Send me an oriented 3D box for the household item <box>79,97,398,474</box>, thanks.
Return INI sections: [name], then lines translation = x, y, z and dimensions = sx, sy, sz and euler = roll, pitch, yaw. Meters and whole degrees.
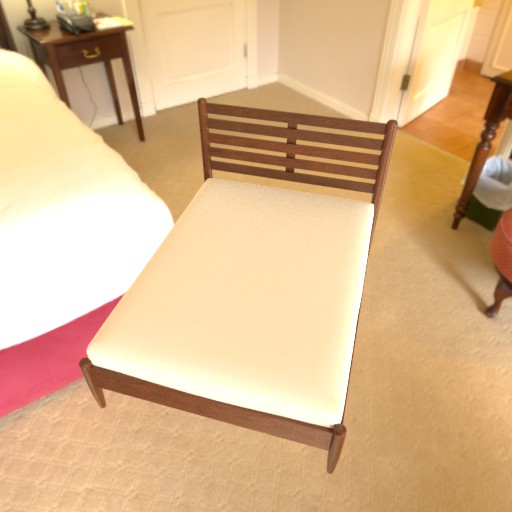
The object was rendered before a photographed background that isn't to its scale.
[household item]
translation = 0.000, 0.000, 3.254
dimensions = 1.663, 1.356, 2.232
euler = 11, 42, 12
